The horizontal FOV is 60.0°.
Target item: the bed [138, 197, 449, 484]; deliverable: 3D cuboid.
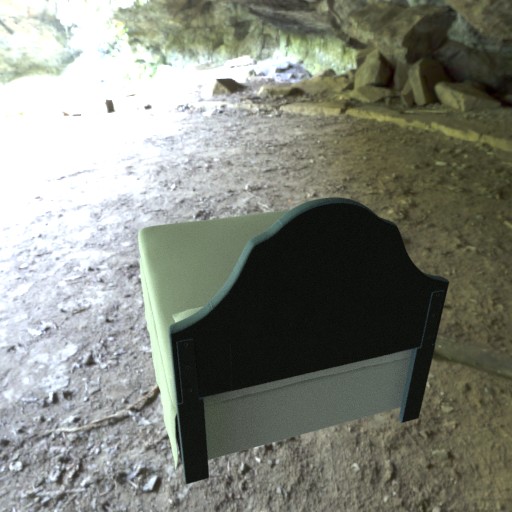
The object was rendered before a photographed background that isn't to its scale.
[{"bbox_3d":[0.000,0.000,3.227,1.636,1.575,2.155,-8,28,-16],"label":"bed"}]
